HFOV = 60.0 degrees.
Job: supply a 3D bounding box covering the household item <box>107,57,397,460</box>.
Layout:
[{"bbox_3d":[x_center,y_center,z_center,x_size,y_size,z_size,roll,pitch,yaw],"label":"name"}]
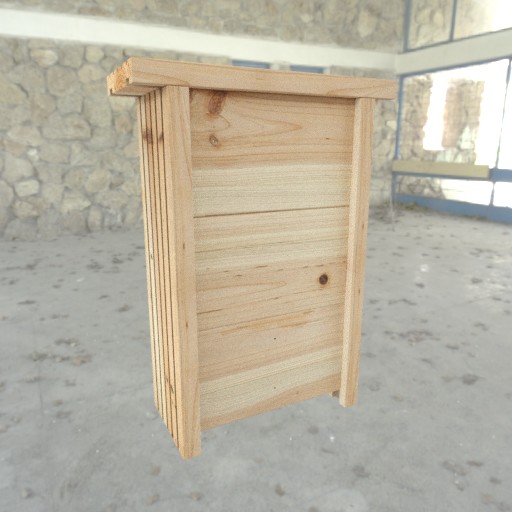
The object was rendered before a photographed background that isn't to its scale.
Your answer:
[{"bbox_3d":[0.000,0.000,0.542,0.301,0.407,0.123,-7,15,-26],"label":"household item"}]
